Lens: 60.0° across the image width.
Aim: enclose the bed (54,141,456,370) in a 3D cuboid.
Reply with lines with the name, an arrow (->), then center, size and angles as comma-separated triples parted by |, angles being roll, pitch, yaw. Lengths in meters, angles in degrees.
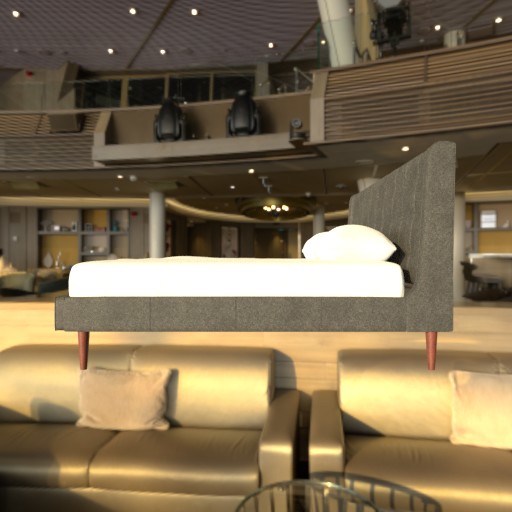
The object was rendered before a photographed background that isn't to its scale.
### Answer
bed -> 0.000, 0.000, 2.550 | 1.638, 0.933, 1.531 | 0, 0, 0
